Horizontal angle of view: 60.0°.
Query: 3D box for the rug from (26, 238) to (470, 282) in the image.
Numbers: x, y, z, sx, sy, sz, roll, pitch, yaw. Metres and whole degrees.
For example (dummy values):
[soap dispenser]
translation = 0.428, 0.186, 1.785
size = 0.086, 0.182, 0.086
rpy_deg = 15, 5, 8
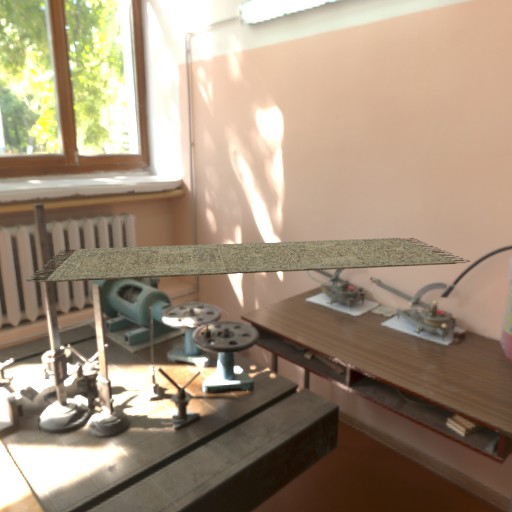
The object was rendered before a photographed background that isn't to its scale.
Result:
[rug]
translation = 0.000, 0.000, 2.959
size = 2.664, 0.011, 0.762
rpy_deg = -2, 14, -9
